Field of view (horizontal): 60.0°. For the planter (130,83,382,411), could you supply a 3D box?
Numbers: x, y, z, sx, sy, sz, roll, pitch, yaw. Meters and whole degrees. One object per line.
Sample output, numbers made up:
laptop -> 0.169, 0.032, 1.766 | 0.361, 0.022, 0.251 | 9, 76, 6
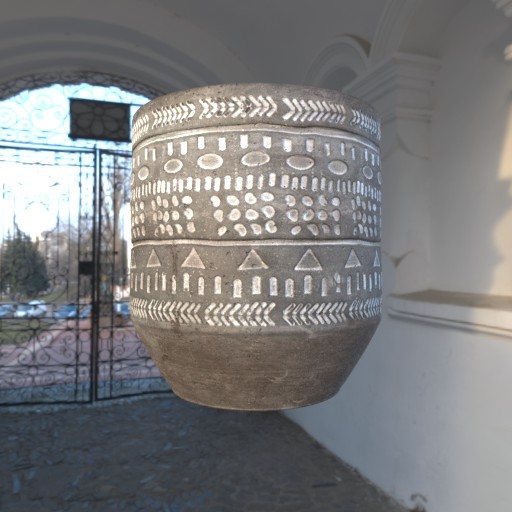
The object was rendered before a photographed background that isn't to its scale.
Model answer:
planter -> 0.000, 0.000, 0.222 | 0.122, 0.128, 0.122 | 0, -1, 0
